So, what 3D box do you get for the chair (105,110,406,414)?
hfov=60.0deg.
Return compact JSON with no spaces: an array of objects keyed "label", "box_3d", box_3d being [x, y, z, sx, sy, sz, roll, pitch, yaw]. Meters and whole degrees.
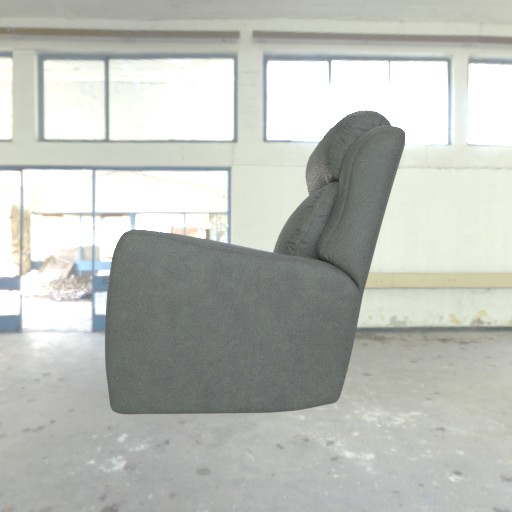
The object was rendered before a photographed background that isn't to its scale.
[{"label":"chair","box_3d":[0.000,0.000,1.973,1.068,1.116,0.967,0,0,0]}]
